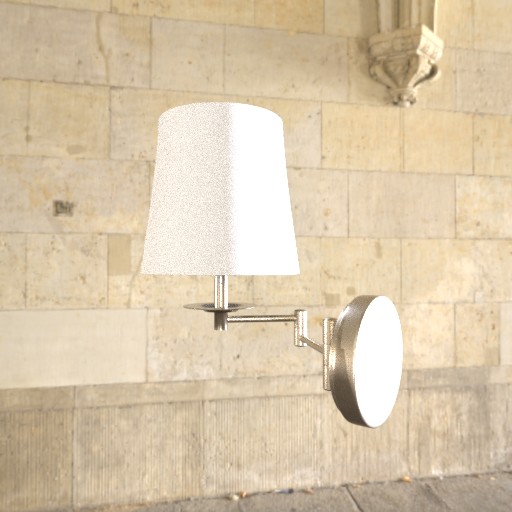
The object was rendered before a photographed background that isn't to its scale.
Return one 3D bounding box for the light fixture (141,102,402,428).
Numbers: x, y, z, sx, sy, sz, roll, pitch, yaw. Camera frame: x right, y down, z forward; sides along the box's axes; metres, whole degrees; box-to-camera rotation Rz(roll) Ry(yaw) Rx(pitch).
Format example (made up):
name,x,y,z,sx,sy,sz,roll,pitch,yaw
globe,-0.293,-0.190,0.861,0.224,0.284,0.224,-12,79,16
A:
name,x,y,z,sx,sy,sz,roll,pitch,yaw
light fixture,0.000,0.000,0.598,0.348,0.381,0.223,-1,-1,36
